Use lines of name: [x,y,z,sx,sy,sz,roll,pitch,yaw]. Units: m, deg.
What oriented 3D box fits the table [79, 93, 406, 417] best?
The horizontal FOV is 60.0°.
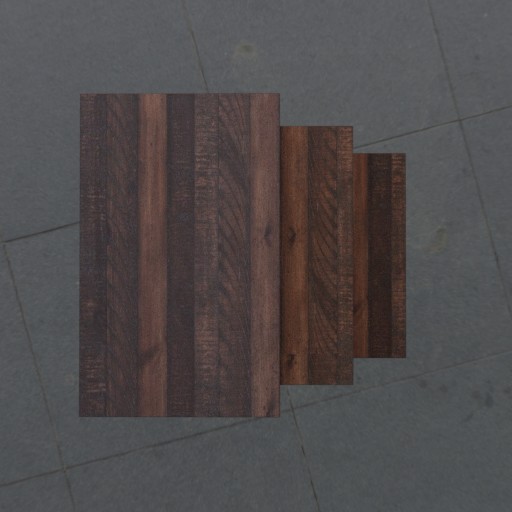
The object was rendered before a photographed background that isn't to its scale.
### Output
table: [0.000,0.000,1.138,0.660,0.616,0.608,0,90,0]
